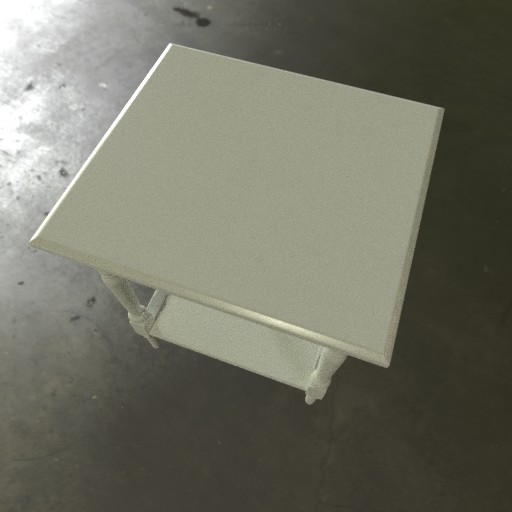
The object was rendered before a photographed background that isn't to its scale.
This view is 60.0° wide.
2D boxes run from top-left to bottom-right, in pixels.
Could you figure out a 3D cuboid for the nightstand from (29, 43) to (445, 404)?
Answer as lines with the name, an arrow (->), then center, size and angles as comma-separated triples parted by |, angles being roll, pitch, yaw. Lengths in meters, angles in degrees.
nightstand -> 0.000, 0.000, 0.914 | 0.505, 0.555, 0.459 | 17, 62, 9
